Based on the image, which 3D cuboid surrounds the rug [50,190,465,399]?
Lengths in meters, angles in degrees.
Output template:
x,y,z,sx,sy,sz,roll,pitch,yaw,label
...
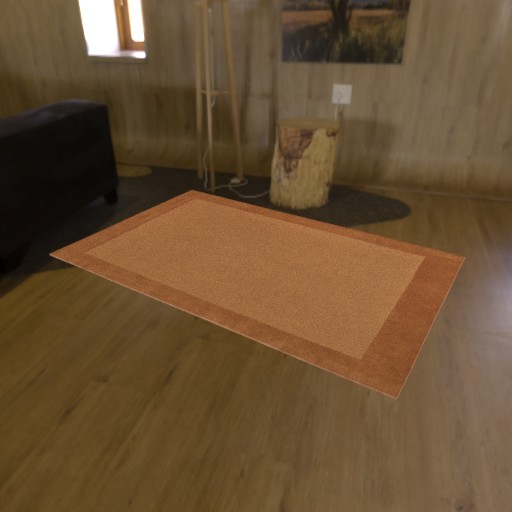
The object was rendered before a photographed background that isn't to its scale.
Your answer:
x,y,z,sx,sy,sz,roll,pitch,yaw,label
0.000,0.000,3.064,2.438,0.014,1.524,17,33,28,rug
